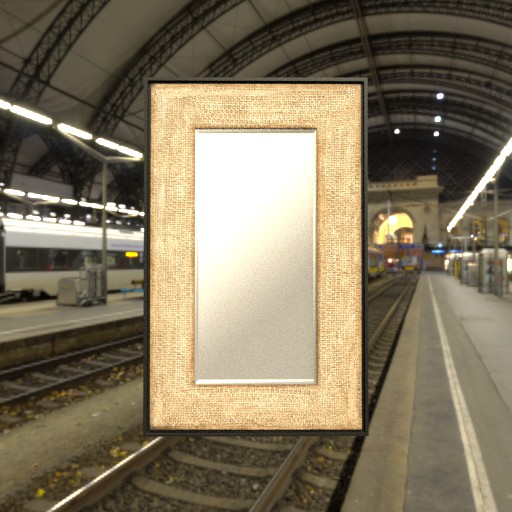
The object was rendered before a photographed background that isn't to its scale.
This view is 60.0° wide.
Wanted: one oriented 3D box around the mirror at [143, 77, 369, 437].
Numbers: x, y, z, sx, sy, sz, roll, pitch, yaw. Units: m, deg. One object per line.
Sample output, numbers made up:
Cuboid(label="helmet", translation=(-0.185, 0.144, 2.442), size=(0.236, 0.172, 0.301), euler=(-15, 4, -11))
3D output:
Cuboid(label="mirror", translation=(0.000, 0.000, 1.524), size=(0.762, 1.219, 0.038), euler=(0, -1, 0))
